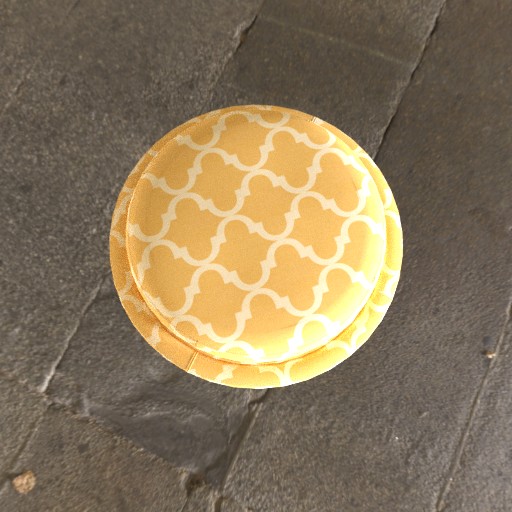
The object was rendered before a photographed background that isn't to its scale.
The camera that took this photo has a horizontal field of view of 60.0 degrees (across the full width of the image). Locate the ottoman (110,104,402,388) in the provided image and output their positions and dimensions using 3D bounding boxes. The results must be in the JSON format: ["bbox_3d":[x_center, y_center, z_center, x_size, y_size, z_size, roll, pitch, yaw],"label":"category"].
[{"bbox_3d":[0.000,0.000,0.851,0.480,0.429,0.480,0,76,0],"label":"ottoman"}]
